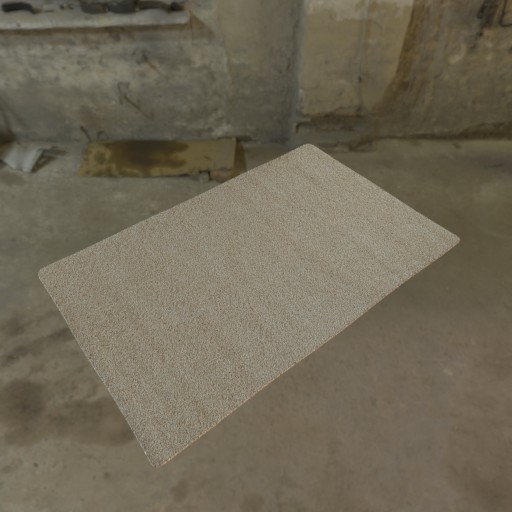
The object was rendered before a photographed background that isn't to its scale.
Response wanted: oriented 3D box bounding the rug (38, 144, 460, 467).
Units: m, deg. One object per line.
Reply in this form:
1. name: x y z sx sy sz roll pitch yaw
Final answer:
1. rug: 0.000 0.000 2.888 2.349 0.026 1.500 -30 54 -25
